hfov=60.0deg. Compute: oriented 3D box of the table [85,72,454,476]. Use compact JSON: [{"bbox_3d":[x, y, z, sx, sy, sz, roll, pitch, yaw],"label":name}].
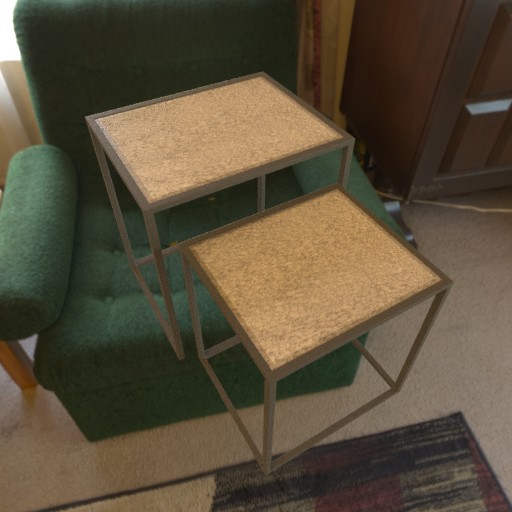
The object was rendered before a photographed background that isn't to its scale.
[{"bbox_3d":[0.000,0.000,1.131,0.508,0.540,0.788,-23,50,-20],"label":"table"}]
